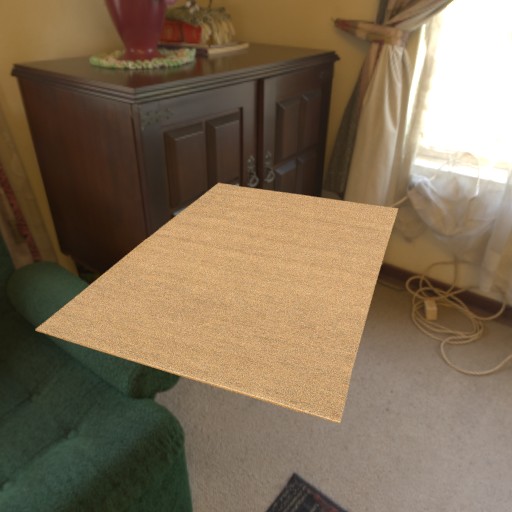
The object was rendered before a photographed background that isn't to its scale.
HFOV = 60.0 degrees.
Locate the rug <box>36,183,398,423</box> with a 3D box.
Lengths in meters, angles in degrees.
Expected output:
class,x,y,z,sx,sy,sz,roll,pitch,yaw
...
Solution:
class,x,y,z,sx,sy,sz,roll,pitch,yaw
rug,0.000,0.000,2.978,1.624,0.030,2.264,11,33,18
